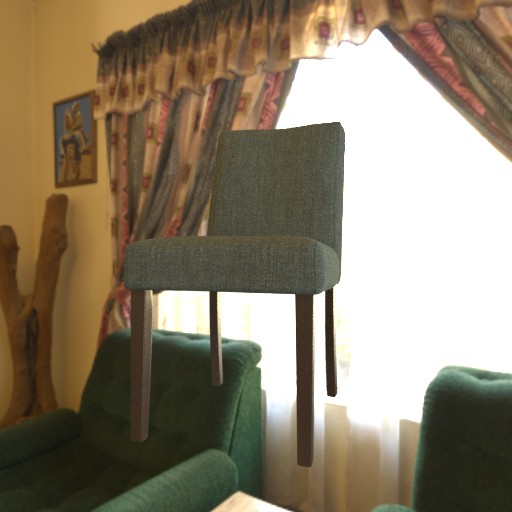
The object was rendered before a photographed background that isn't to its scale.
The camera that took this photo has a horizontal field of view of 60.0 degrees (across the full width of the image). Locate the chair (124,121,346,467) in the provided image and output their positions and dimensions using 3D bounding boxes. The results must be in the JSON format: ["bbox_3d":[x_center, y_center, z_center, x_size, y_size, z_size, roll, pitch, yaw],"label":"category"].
[{"bbox_3d":[0.000,0.000,1.278,0.487,0.884,0.629,0,1,18],"label":"chair"}]
